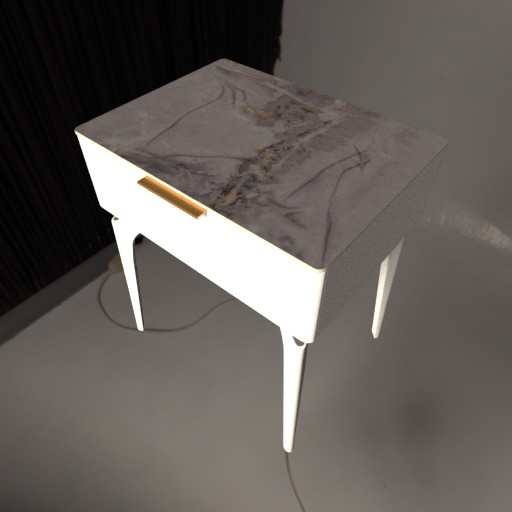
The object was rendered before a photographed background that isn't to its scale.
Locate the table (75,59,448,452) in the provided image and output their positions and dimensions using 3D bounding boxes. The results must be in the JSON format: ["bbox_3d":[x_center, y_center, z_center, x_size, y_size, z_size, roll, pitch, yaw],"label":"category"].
[{"bbox_3d":[0.000,0.000,0.932,0.500,0.570,0.400,31,54,26],"label":"table"}]
